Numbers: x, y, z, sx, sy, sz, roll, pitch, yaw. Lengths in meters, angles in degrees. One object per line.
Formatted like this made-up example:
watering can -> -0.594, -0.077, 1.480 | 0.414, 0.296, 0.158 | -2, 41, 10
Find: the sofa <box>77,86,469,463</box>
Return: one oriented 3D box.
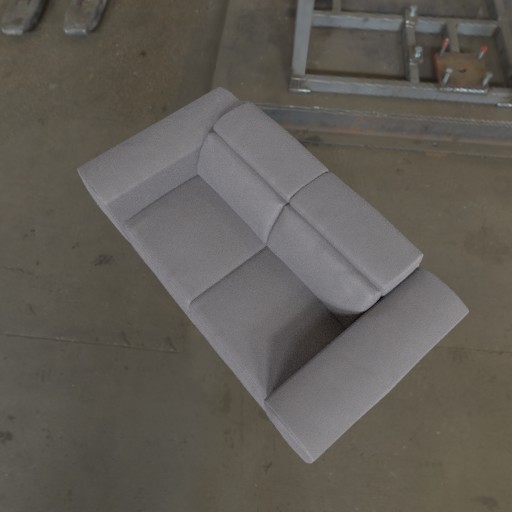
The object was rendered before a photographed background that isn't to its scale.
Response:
sofa -> 0.000, 0.000, 2.404 | 1.003, 0.779, 1.895 | -36, 68, -17
